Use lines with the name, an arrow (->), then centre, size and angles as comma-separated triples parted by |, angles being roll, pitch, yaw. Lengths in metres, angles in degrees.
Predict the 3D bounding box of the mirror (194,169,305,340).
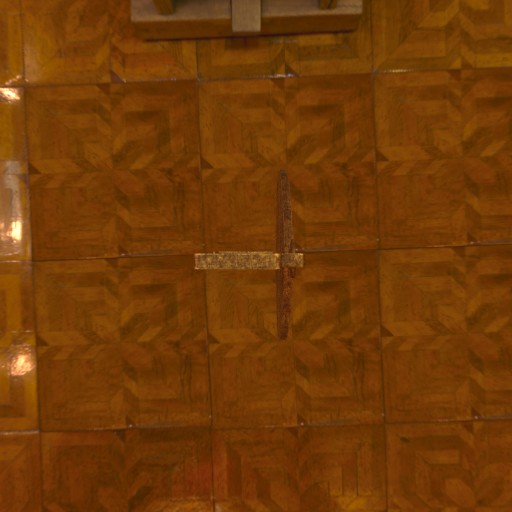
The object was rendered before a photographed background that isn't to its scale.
mirror -> 0.000, 0.000, 0.912 | 0.144, 0.744, 0.405 | 0, 91, 1
